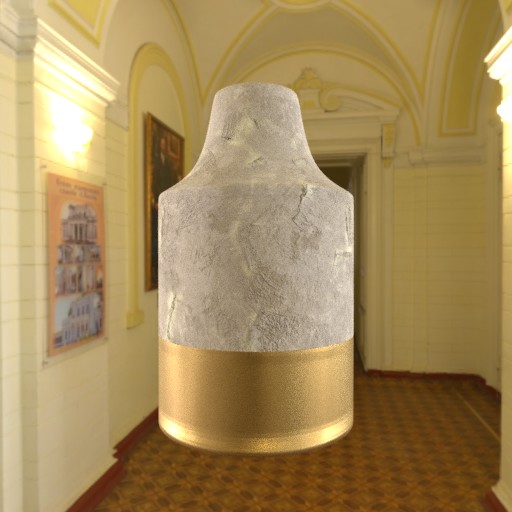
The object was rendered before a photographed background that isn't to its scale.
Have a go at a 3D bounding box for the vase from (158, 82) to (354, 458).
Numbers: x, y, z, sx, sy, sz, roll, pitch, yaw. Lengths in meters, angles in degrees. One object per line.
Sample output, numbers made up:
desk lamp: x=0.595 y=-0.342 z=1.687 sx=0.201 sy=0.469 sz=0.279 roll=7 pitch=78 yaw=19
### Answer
vase: x=0.000 y=0.000 z=0.427 sx=0.184 sy=0.305 sz=0.184 roll=0 pitch=1 yaw=0
